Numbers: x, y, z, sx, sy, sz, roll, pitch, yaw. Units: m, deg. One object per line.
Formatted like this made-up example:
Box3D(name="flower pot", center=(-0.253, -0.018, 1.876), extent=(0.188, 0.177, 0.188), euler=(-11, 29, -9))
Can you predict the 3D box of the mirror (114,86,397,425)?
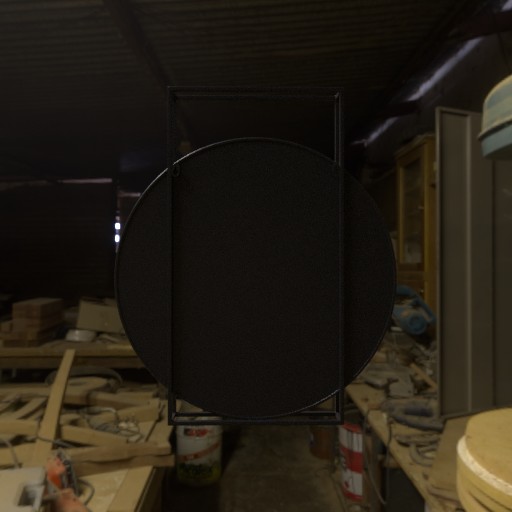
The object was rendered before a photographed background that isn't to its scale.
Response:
Box3D(name="mirror", center=(0.000, 0.000, 0.815), extent=(0.508, 0.603, 0.051), euler=(0, 0, -1))
